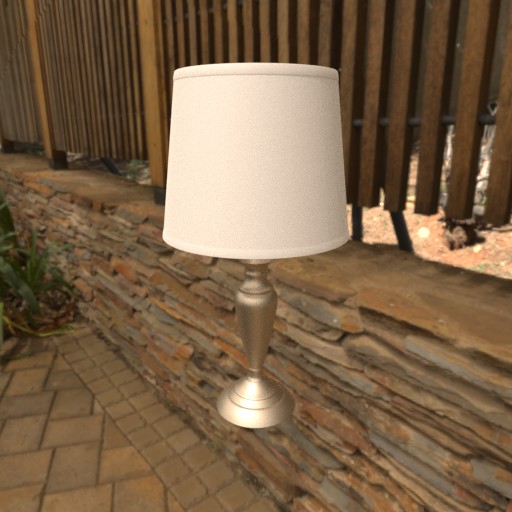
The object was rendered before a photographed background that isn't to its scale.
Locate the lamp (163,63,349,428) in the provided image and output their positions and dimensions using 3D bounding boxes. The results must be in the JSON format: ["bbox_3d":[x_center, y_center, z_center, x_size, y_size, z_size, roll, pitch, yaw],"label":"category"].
[{"bbox_3d":[0.000,0.000,0.808,0.328,0.619,0.328,0,17,0],"label":"lamp"}]
